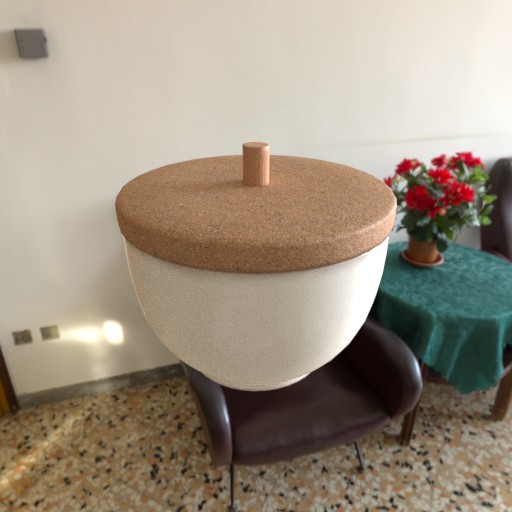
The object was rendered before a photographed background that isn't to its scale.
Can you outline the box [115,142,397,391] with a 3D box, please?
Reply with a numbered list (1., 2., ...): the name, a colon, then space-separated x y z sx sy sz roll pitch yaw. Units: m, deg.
1. box: 0.000 0.000 0.188 0.107 0.094 0.107 0 26 0
